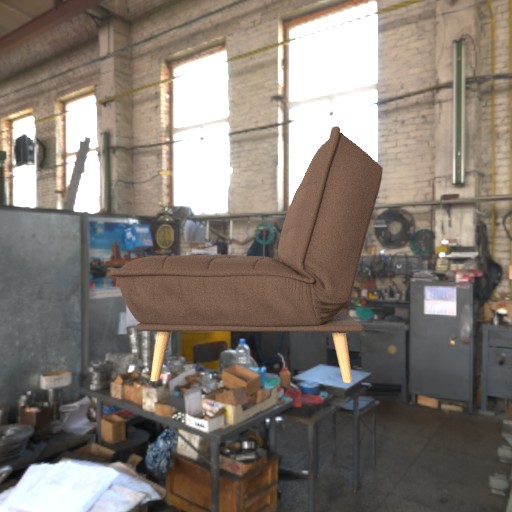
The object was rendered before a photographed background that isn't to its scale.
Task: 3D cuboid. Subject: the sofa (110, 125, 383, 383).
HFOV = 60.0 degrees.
[{"bbox_3d":[0.000,0.000,2.443,0.950,0.890,1.940,0,0,2],"label":"sofa"}]
